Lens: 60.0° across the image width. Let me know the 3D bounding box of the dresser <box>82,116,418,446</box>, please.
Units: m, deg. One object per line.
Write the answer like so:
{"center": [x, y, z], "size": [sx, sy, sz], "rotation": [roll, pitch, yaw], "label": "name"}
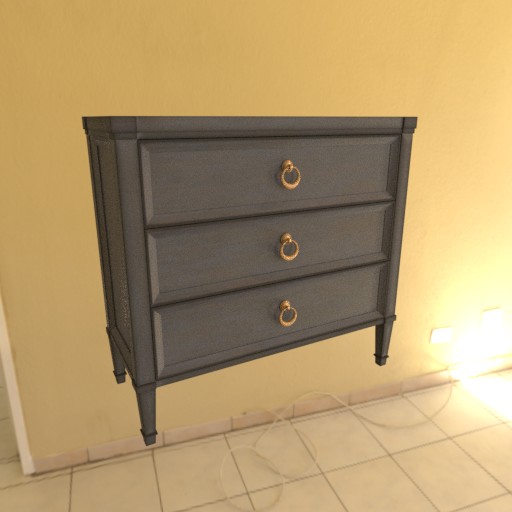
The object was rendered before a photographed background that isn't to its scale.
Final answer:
{"center": [0.000, 0.000, 1.644], "size": [1.049, 0.986, 0.463], "rotation": [-9, 19, -27], "label": "dresser"}
